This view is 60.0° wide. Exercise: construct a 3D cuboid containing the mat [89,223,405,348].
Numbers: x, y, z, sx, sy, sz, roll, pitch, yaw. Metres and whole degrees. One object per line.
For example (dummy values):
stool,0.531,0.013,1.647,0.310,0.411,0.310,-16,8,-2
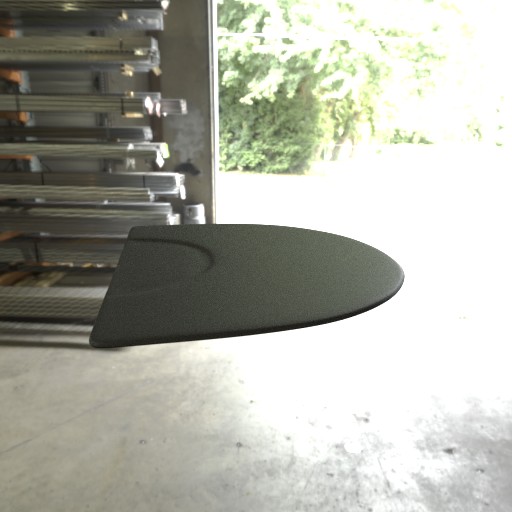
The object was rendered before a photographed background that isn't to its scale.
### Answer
mat,0.000,0.000,1.521,0.917,0.016,1.220,-3,15,-11
